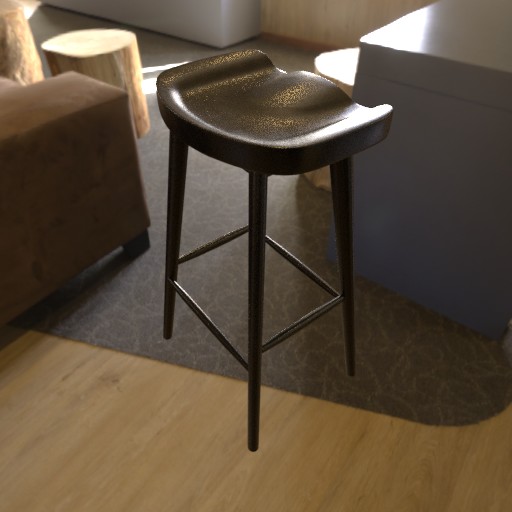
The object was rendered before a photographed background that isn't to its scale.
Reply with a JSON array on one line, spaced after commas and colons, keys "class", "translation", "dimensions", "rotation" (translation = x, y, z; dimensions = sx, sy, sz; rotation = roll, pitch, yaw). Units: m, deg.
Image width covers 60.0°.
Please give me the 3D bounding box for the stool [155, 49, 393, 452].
[{"class": "stool", "translation": [0.000, 0.000, 1.004], "dimensions": [0.361, 0.749, 0.440], "rotation": [-27, 49, -27]}]
